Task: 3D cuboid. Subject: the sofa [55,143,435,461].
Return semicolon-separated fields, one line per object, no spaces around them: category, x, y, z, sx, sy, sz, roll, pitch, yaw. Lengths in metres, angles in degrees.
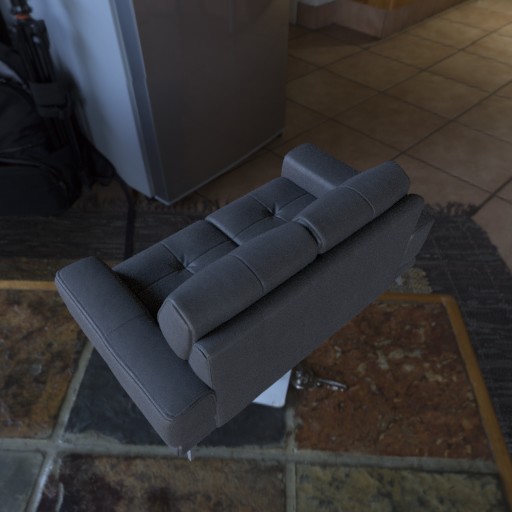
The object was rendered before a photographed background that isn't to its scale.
sofa;0.000;0.000;2.353;1.806;0.907;1.018;-33;55;-27
